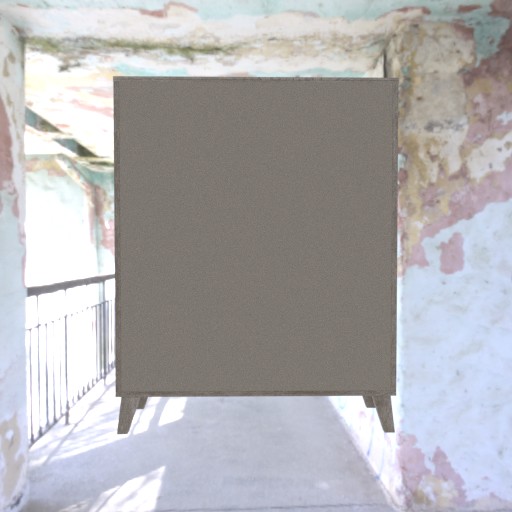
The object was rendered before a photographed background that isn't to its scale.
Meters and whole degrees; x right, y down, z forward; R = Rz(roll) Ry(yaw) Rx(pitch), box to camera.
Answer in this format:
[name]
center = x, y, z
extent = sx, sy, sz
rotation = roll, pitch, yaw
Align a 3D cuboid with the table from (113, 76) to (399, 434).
[table]
center = 0.000, 0.000, 1.539
extent = 0.902, 1.135, 0.256
rotation = 0, 1, -1
